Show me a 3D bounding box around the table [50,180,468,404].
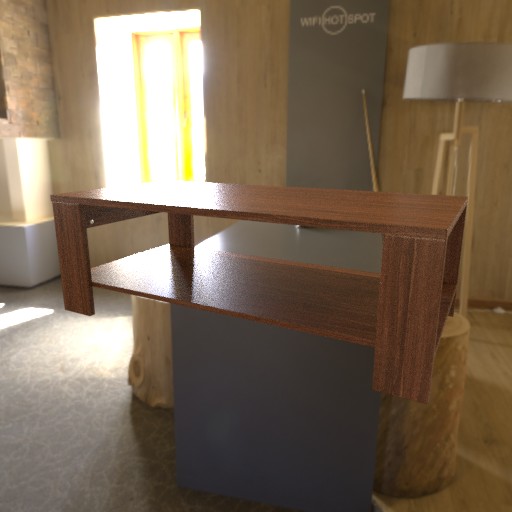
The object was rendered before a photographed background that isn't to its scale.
[{"bbox_3d":[0.000,0.000,1.473,1.200,0.400,0.600,8,17,27],"label":"table"}]
